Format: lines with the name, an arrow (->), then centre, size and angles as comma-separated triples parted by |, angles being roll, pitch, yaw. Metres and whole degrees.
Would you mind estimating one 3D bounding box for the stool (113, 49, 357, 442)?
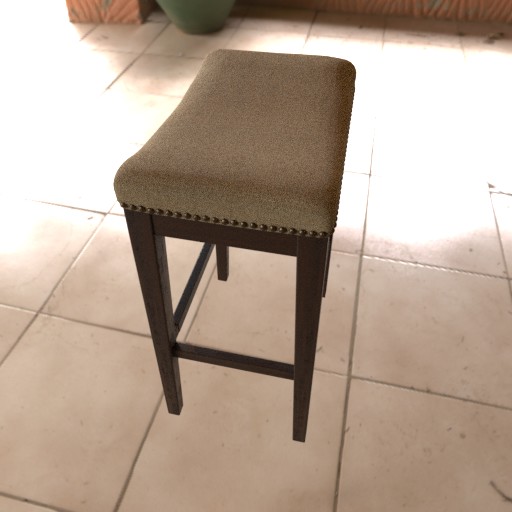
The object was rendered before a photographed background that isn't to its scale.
stool -> 0.000, 0.000, 1.043 | 0.363, 0.768, 0.509 | 9, 46, 9
